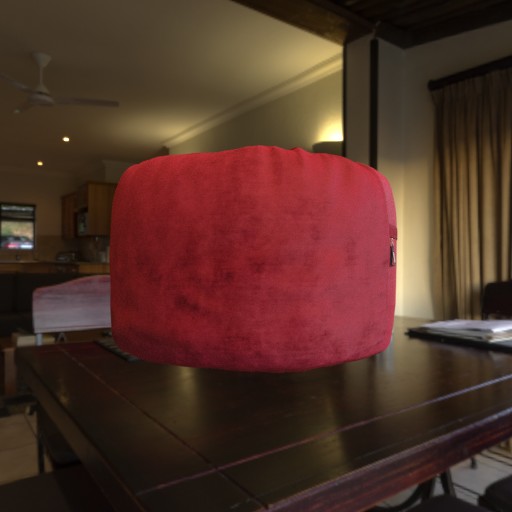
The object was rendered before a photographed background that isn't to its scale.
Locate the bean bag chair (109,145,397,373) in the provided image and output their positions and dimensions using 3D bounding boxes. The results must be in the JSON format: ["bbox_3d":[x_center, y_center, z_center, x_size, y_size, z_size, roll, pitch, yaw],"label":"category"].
[{"bbox_3d":[0.000,0.000,1.950,1.219,0.762,1.219,0,0,0],"label":"bean bag chair"}]
